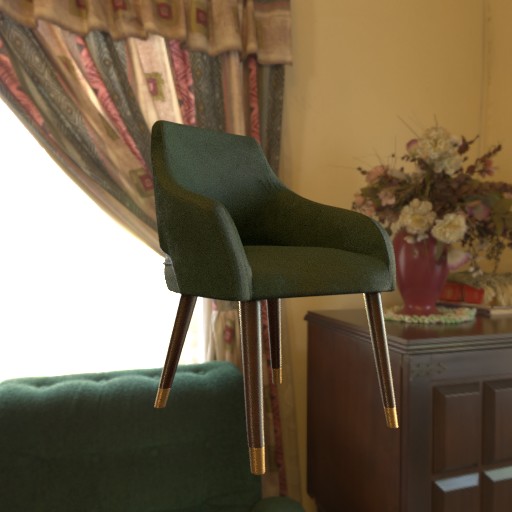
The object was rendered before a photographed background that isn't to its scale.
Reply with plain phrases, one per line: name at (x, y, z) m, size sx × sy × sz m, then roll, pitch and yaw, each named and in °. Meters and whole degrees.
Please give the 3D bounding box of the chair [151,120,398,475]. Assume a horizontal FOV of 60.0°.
chair at (0.000, 0.000, 1.568) m, size 0.683 × 1.081 × 0.794 m, roll 0°, pitch -1°, yaw -35°
